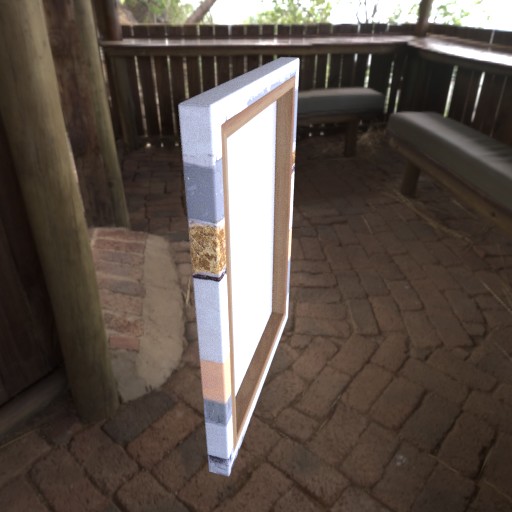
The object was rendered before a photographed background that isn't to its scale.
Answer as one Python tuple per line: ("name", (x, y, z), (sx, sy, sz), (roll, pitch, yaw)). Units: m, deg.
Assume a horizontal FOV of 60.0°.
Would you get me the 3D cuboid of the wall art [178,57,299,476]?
("wall art", (0.000, 0.000, 0.794), (0.038, 0.609, 0.456), (8, 31, 14))
